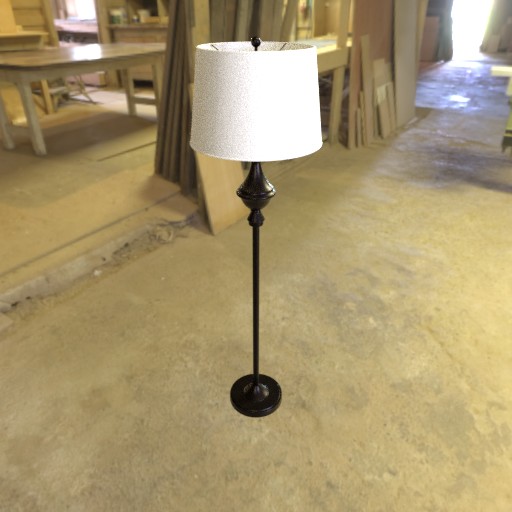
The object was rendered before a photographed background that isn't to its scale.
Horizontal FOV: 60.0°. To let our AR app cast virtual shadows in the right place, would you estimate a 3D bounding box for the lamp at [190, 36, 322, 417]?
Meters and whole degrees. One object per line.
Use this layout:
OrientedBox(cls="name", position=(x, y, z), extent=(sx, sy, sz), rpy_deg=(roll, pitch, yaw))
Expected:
OrientedBox(cls="lamp", position=(0.000, 0.000, 1.668), extent=(0.431, 1.484, 0.431), rpy_deg=(0, 30, 0))
